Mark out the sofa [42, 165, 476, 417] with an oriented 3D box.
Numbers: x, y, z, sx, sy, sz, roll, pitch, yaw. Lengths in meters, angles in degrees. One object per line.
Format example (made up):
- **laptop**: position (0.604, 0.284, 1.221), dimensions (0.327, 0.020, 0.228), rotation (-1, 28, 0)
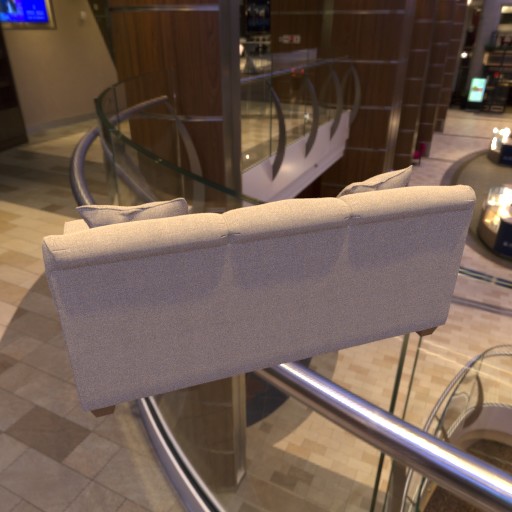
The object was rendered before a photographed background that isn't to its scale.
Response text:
- **sofa**: position (0.000, 0.000, 2.506), dimensions (2.024, 0.958, 0.997), rotation (-9, 29, -17)
